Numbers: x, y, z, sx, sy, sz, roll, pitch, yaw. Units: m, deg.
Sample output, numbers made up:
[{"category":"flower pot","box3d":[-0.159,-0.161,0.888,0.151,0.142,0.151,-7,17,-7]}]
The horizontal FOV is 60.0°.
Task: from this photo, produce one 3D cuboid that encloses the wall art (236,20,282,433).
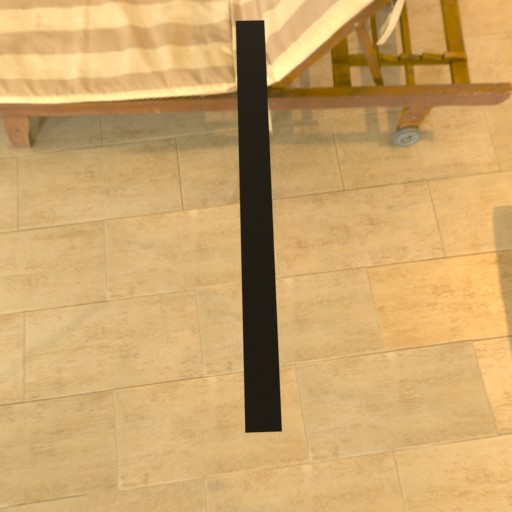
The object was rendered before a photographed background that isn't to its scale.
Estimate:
[{"category":"wall art","box3d":[0.000,0.000,0.761,0.038,0.506,0.506,-2,75,0]}]
